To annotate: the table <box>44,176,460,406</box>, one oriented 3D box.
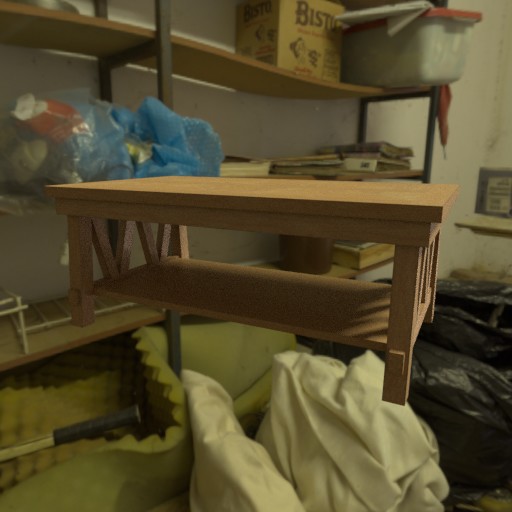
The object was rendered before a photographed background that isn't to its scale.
[{"bbox_3d":[0.000,0.000,1.607,1.270,0.507,0.711,7,15,26],"label":"table"}]
